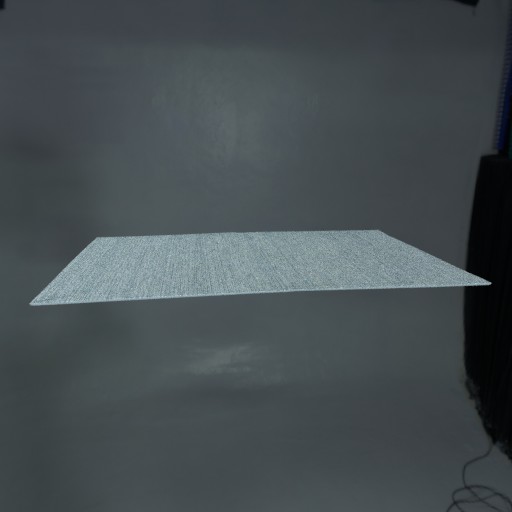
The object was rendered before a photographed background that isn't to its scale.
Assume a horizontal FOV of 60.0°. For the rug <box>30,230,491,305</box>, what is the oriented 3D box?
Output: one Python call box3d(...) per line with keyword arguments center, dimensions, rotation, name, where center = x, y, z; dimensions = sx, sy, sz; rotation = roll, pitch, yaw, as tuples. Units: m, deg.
box3d(center=(0.000, 0.000, 2.315), dimensions=(1.853, 0.022, 1.174), rotation=(-2, 15, -7), name="rug")
